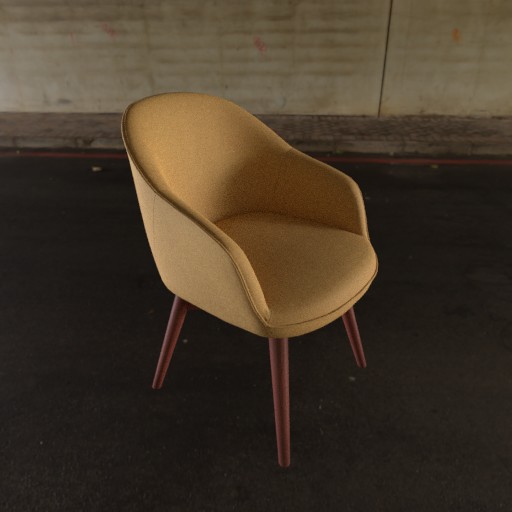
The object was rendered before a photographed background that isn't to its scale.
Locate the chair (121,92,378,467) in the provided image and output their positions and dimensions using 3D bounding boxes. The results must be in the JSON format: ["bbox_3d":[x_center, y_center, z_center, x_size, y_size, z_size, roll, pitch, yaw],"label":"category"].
[{"bbox_3d":[0.000,0.000,1.236,0.635,0.823,0.596,18,31,32],"label":"chair"}]
